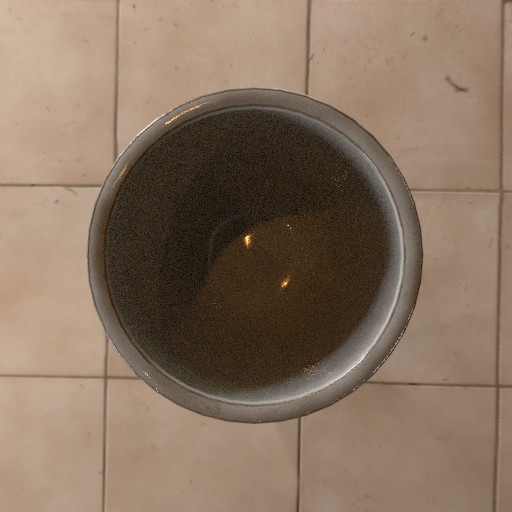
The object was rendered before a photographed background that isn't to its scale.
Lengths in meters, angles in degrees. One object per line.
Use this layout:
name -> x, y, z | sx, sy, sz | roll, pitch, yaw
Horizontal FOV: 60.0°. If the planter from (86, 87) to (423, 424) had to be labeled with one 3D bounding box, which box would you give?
planter -> 0.000, 0.000, 0.348 | 0.197, 0.191, 0.197 | 0, 90, 1
